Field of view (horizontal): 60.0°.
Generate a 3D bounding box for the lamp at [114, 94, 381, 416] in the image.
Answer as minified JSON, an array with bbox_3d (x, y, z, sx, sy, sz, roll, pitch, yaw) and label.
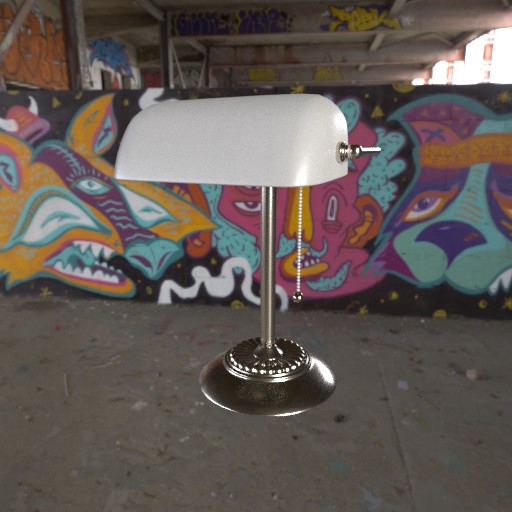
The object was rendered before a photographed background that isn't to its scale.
[{"bbox_3d":[0.000,0.000,0.513,0.264,0.339,0.243,7,15,27],"label":"lamp"}]
